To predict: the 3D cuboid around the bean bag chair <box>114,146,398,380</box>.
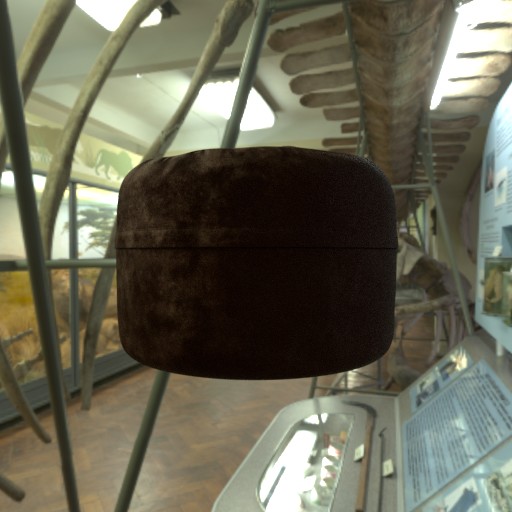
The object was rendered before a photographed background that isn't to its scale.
[{"bbox_3d":[0.000,0.000,1.502,0.918,0.616,0.918,0,0,0],"label":"bean bag chair"}]
